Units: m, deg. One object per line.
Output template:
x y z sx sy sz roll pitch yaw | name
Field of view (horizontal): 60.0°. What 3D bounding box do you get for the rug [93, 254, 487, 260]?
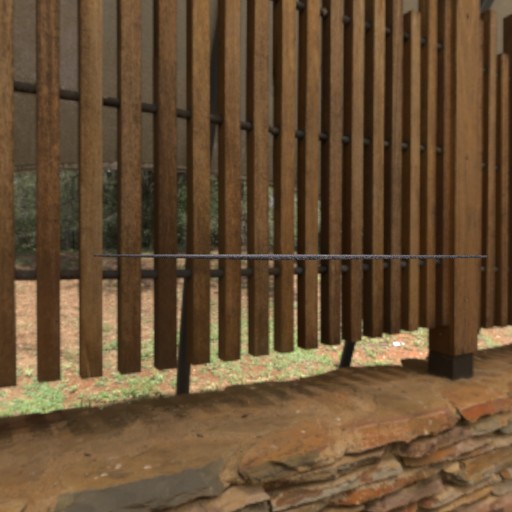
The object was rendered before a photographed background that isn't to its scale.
0.000 0.000 2.232 1.139 0.010 1.754 0 0 -35 | rug
